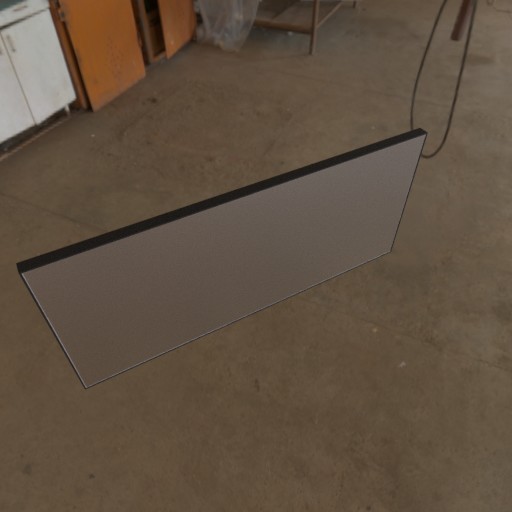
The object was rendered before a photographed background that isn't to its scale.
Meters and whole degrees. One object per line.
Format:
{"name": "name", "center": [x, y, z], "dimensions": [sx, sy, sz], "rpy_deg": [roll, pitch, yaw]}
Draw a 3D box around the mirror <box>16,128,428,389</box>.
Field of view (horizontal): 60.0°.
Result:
{"name": "mirror", "center": [0.000, 0.000, 1.800], "dimensions": [1.584, 0.692, 0.047], "rpy_deg": [-22, 50, -20]}
